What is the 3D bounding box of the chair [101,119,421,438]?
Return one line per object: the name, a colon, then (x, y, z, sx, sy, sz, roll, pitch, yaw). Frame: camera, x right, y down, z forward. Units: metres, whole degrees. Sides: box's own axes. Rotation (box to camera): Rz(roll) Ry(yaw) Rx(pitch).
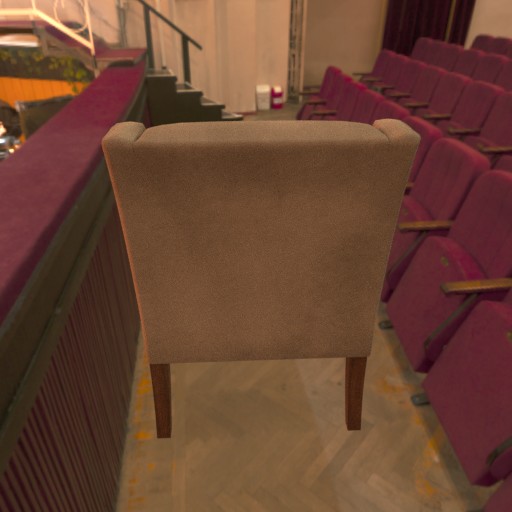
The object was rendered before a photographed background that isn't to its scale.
chair: (0.000, 0.000, 1.314, 0.629, 0.895, 0.629, -1, 30, -2)
